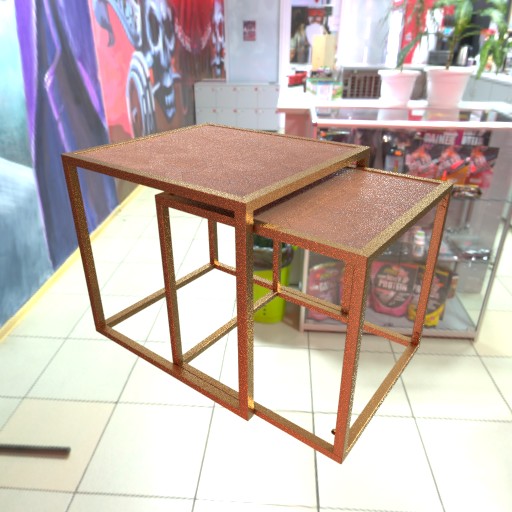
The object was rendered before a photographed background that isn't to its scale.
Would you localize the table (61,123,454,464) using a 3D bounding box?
[{"bbox_3d":[0.000,0.000,1.120,0.762,0.505,0.505,19,32,32],"label":"table"}]
